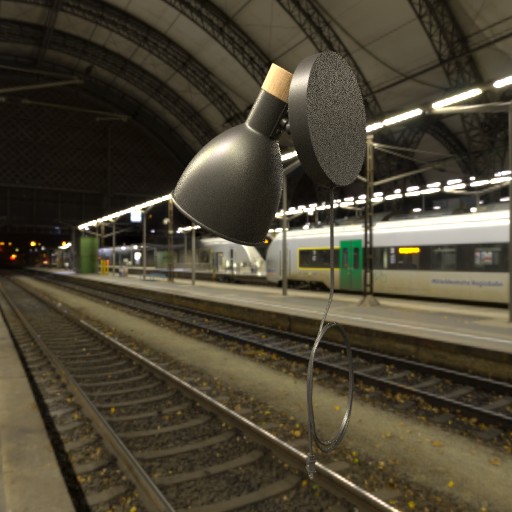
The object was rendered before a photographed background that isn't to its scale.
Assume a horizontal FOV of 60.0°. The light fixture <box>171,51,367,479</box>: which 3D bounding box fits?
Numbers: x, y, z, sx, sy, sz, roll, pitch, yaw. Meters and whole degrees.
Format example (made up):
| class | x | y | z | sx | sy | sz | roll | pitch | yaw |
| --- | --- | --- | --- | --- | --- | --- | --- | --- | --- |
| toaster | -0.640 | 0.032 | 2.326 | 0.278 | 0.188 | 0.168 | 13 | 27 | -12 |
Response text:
| class | x | y | z | sx | sy | sz | roll | pitch | yaw |
| --- | --- | --- | --- | --- | --- | --- | --- | --- | --- |
| light fixture | 0.000 | 0.000 | 0.484 | 0.203 | 0.401 | 0.127 | 0 | -1 | 37 |
